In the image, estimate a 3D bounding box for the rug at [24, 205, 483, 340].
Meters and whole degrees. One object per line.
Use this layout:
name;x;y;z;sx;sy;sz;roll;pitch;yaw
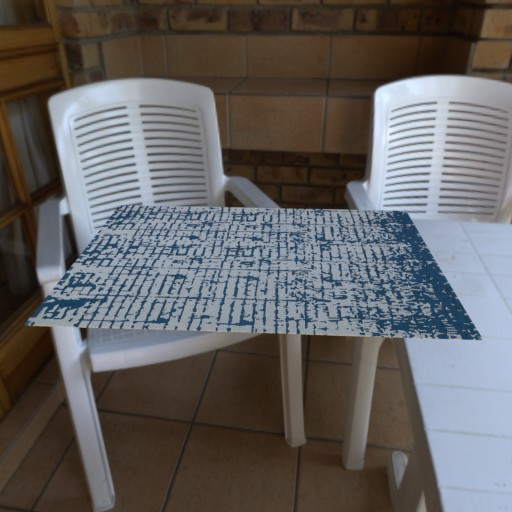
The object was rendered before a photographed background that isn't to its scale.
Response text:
rug;0.000;0.000;2.289;1.828;0.007;1.220;1;30;2
